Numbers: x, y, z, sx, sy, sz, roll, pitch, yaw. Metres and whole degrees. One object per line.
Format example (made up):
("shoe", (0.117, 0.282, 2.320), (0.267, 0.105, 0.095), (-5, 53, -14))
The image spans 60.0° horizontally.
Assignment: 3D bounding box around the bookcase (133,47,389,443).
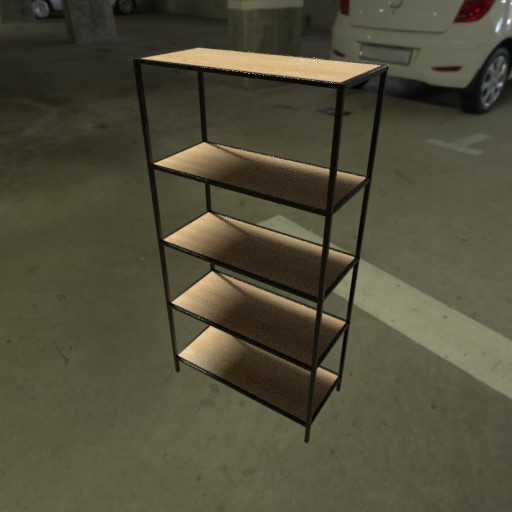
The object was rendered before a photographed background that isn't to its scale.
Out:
("bookcase", (0.000, 0.000, 1.846), (0.770, 1.500, 0.350), (19, 37, 27))
